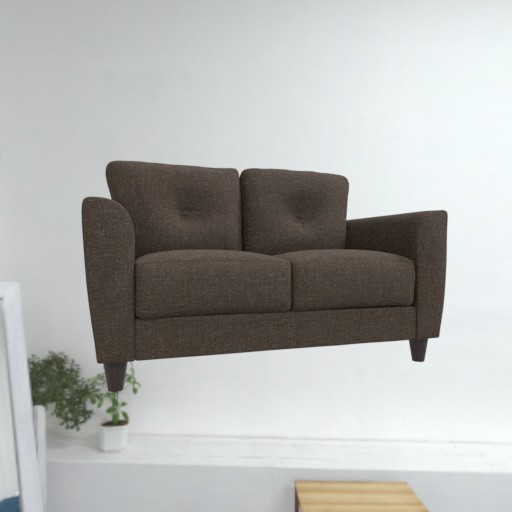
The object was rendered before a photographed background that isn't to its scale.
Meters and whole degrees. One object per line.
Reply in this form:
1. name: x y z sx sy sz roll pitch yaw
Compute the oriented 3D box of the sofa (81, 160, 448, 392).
1. sofa: 0.000 0.000 1.986 1.423 0.885 0.851 0 0 -19
